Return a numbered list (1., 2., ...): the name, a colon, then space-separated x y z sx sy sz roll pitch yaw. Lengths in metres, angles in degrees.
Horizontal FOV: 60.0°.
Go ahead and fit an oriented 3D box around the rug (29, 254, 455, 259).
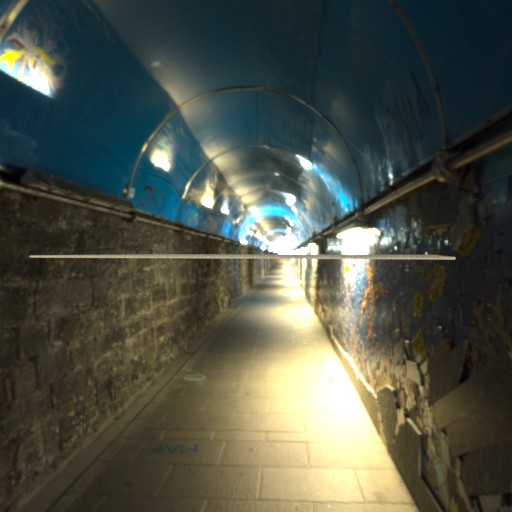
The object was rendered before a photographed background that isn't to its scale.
1. rug: 0.000 0.000 2.344 1.829 0.010 1.219 0 1 19
